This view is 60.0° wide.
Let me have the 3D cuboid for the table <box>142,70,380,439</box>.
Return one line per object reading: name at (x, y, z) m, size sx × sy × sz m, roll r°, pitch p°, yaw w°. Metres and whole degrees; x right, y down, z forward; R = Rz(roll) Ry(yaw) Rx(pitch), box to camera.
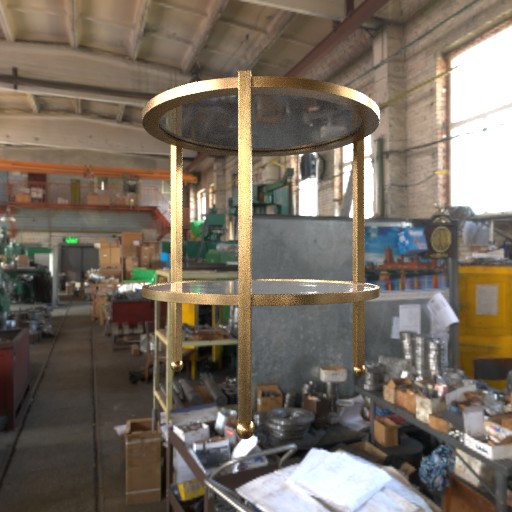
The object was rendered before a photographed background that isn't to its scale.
table at (0.000, 0.000, 0.450) m, size 0.243 × 0.269 × 0.231 m, roll 0°, pitch 0°, yaw 36°
